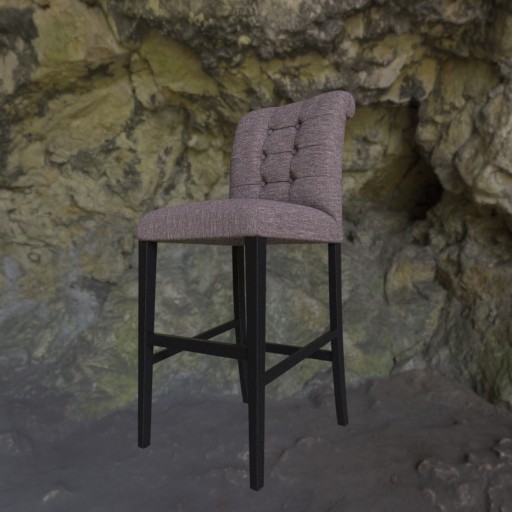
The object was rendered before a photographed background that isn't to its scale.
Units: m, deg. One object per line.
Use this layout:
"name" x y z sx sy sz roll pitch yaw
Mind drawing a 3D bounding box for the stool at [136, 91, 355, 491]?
"stool" 0.000 0.000 1.422 0.452 1.131 0.613 0 -1 36
